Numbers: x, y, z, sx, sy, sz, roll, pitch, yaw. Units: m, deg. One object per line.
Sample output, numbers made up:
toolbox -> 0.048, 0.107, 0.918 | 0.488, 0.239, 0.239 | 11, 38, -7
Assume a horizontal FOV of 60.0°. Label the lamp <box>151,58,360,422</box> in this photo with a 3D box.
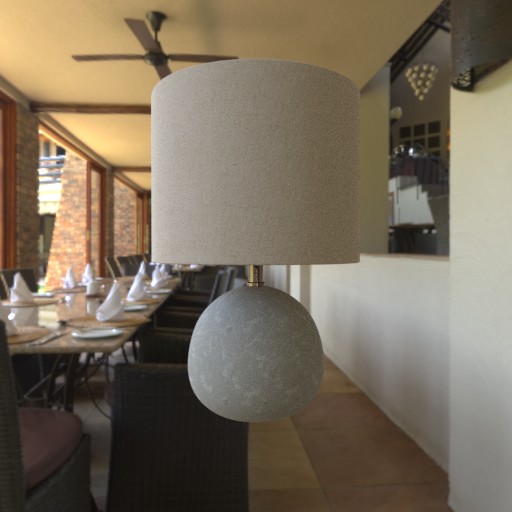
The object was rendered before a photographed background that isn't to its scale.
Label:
lamp -> 0.000, 0.000, 0.590 | 0.269, 0.409, 0.269 | 0, 1, -2
